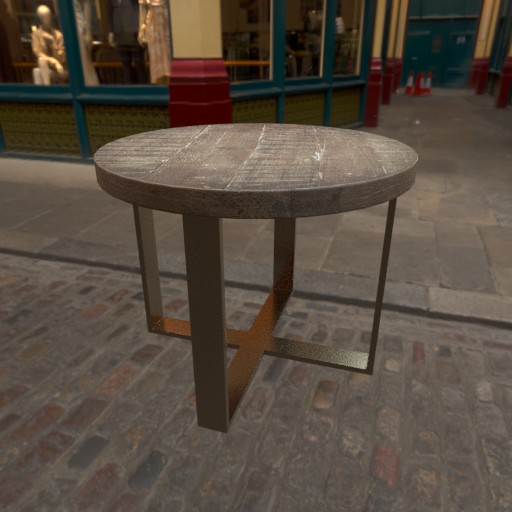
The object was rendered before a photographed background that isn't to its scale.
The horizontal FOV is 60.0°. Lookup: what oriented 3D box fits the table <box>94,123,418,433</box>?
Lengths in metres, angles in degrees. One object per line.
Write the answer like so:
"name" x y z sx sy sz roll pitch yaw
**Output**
"table" 0.000 0.000 0.894 0.557 0.437 0.557 0 25 0
